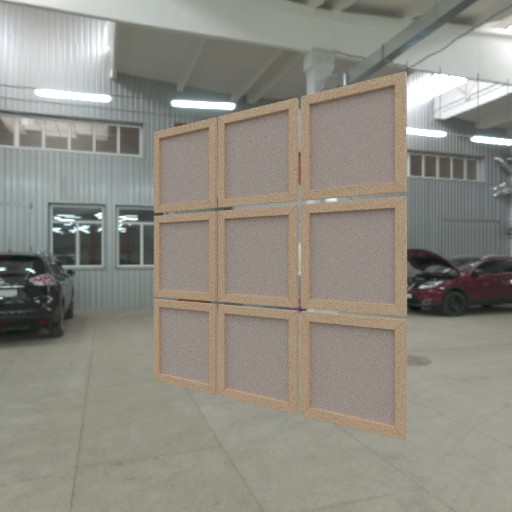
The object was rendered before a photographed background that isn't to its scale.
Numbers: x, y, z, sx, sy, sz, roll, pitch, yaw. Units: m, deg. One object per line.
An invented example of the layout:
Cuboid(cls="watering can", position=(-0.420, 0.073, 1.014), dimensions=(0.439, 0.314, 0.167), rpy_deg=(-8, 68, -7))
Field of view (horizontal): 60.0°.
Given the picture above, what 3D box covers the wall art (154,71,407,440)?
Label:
Cuboid(cls="wall art", position=(0.000, 0.000, 1.365), dimensions=(0.917, 0.910, 0.012), rpy_deg=(0, 0, 36))
